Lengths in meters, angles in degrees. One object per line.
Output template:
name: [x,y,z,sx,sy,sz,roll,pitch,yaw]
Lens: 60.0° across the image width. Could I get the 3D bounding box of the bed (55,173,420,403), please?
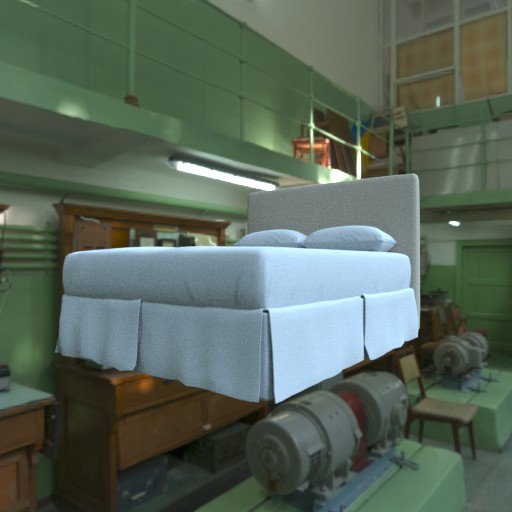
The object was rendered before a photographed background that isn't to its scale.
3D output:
bed: [0.000,0.000,3.196,1.748,1.330,2.142,-1,-1,37]
